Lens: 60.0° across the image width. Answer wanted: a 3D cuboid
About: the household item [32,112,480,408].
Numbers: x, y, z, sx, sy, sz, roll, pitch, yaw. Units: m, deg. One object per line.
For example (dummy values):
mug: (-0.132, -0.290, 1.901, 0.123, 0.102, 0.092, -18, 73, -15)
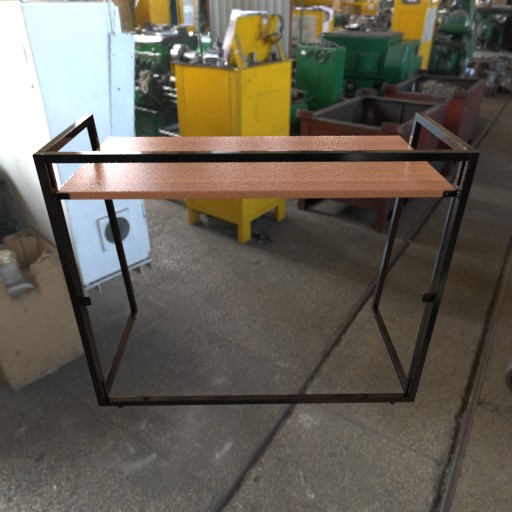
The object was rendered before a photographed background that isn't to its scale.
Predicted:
household item: (0.000, 0.000, 1.471, 1.050, 0.860, 0.510, 0, 31, -1)
